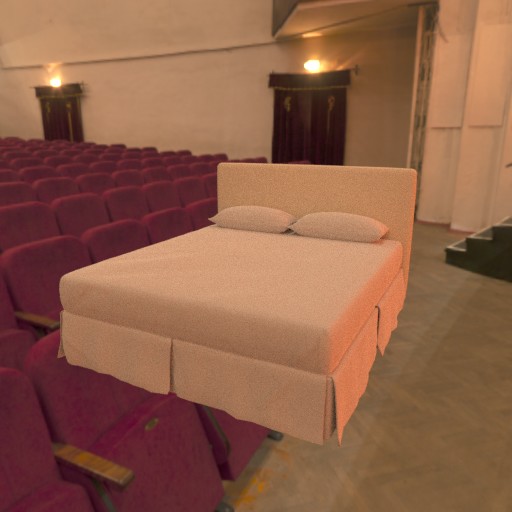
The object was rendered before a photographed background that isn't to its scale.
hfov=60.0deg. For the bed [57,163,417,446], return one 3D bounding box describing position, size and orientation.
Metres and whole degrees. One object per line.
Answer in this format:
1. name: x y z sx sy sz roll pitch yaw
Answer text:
1. bed: 0.000 0.000 3.572 2.119 1.317 2.341 8 17 26
